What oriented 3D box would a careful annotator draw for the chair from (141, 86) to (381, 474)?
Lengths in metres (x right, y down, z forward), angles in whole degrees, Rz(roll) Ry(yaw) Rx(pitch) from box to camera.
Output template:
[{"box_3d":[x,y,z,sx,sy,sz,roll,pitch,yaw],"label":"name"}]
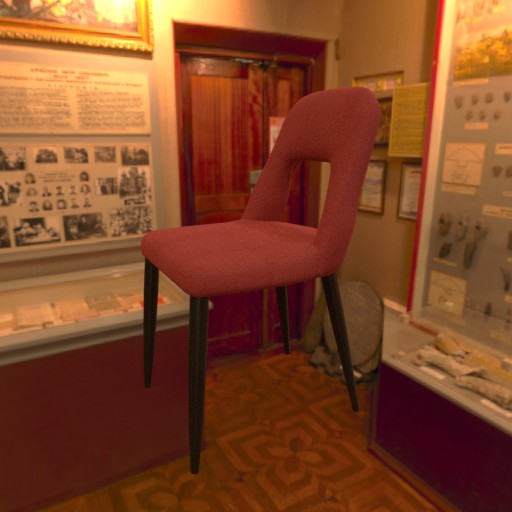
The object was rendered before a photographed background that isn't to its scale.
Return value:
[{"box_3d":[0.000,0.000,1.222,0.569,0.892,0.483,-8,17,-27],"label":"chair"}]
